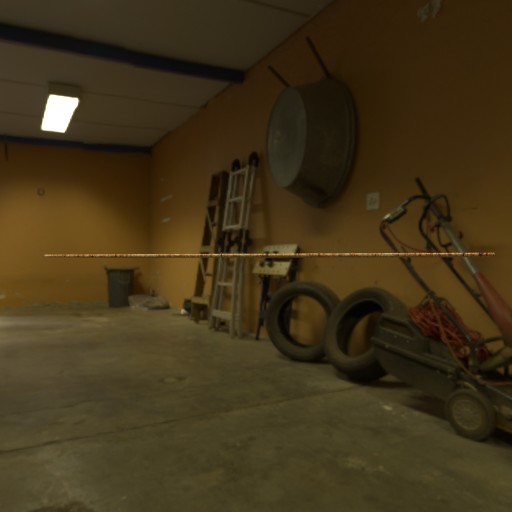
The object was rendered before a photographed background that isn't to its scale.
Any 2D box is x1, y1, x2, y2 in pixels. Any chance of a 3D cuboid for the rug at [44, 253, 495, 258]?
[{"bbox_3d":[0.000,0.000,2.453,2.237,0.014,0.680,0,-1,16],"label":"rug"}]
